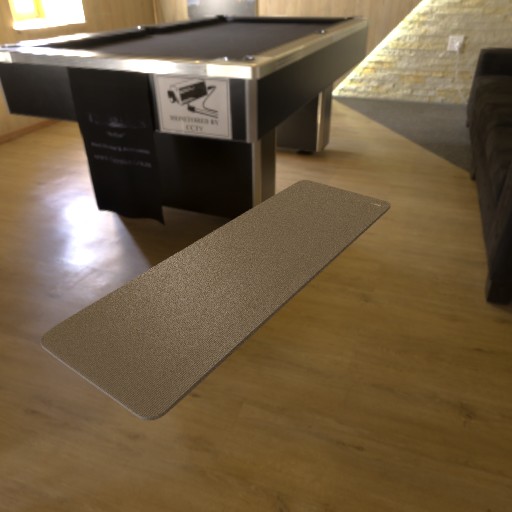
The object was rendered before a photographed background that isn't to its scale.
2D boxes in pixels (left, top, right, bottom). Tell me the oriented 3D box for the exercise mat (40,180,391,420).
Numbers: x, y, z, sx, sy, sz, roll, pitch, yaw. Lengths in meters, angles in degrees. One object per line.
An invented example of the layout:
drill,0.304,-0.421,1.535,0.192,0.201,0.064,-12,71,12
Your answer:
exercise mat,0.000,0.000,2.098,0.616,0.021,1.884,21,38,30
